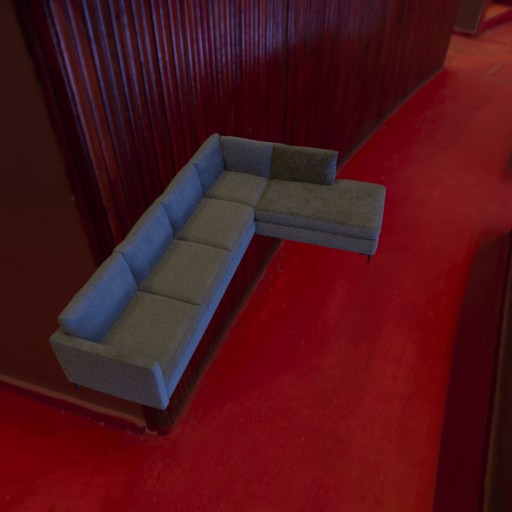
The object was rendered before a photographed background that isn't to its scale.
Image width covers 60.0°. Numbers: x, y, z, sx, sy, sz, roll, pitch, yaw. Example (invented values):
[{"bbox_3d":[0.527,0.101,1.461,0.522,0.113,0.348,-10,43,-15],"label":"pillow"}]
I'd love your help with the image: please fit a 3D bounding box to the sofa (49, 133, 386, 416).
[{"bbox_3d":[0.000,0.000,3.281,1.707,0.687,2.486,12,43,13],"label":"sofa"}]
